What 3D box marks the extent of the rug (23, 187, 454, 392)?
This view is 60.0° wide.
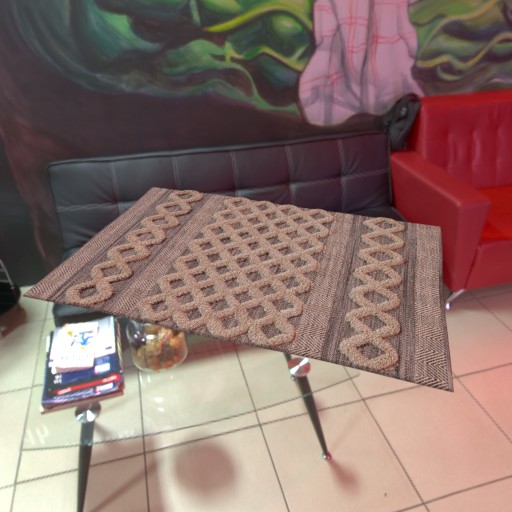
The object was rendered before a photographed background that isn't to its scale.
[{"bbox_3d":[0.000,0.000,2.253,1.823,0.030,1.222,10,35,14],"label":"rug"}]
